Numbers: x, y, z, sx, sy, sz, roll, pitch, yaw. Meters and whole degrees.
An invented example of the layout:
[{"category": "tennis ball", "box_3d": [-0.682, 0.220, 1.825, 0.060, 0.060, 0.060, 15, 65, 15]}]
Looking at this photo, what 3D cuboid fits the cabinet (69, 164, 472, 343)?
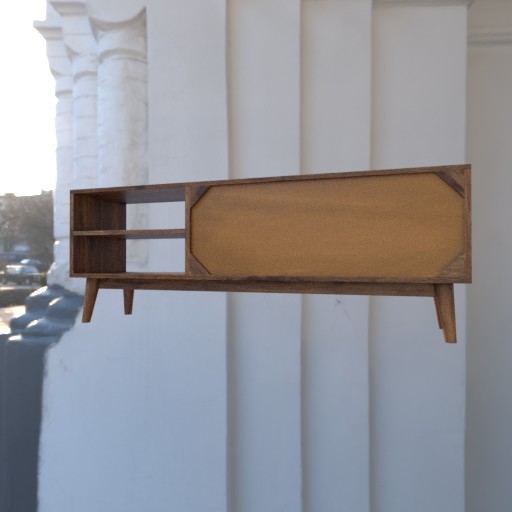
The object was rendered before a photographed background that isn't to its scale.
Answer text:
[{"category": "cabinet", "box_3d": [0.000, 0.000, 1.691, 1.448, 0.528, 0.349, 0, -1, 19]}]
